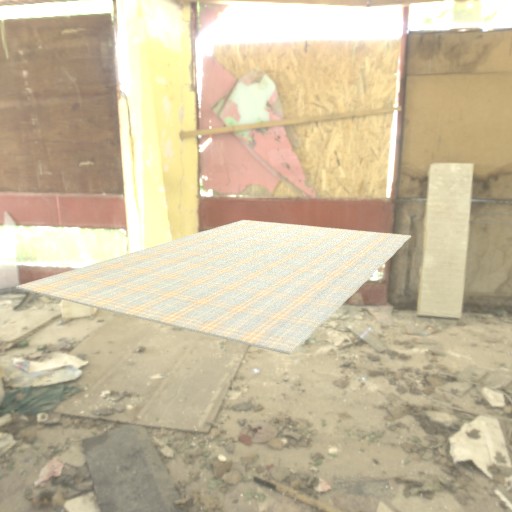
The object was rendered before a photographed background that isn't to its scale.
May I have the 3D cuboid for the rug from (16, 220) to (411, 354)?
[{"bbox_3d":[0.000,0.000,2.286,1.231,0.012,1.835,8,16,28],"label":"rug"}]
